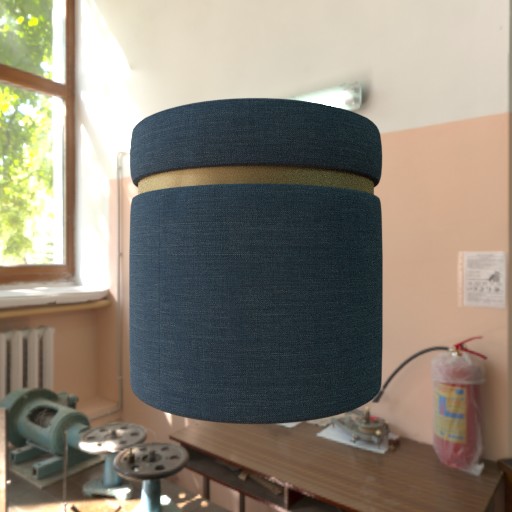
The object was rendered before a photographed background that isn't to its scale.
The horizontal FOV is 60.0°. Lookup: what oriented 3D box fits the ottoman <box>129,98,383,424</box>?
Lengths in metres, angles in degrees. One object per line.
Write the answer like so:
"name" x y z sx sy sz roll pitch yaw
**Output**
"ottoman" 0.000 0.000 0.724 0.398 0.406 0.398 0 0 0
